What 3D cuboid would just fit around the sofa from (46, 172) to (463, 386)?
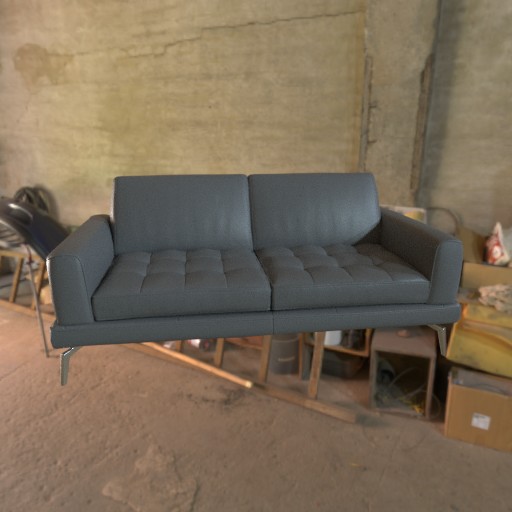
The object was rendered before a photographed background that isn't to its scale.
[{"bbox_3d":[0.000,0.000,2.718,2.177,0.930,1.121,-2,16,-7],"label":"sofa"}]
